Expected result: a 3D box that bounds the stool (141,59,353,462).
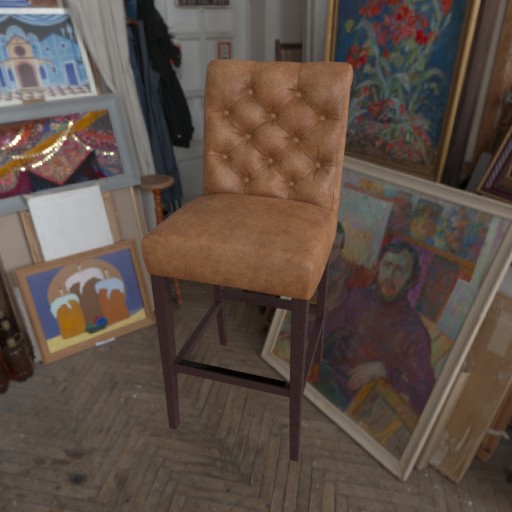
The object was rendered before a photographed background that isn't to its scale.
[{"bbox_3d":[0.000,0.000,1.451,0.493,1.140,0.601,8,29,15],"label":"stool"}]
